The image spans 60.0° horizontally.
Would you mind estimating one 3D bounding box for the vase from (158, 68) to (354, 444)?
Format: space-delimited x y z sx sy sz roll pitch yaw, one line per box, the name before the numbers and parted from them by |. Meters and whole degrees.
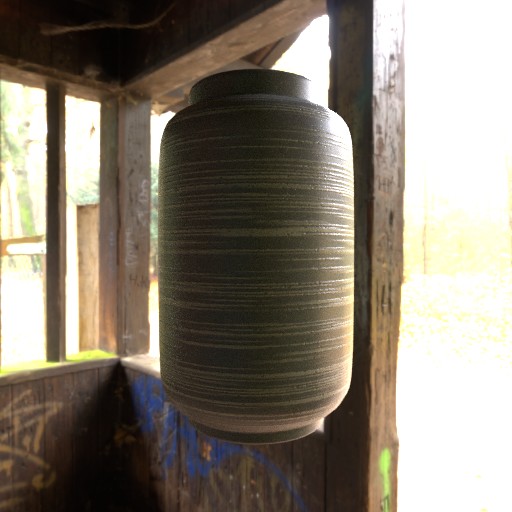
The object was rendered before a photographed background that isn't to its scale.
vase | 0.000 0.000 0.686 0.297 0.499 0.297 0 1 0
